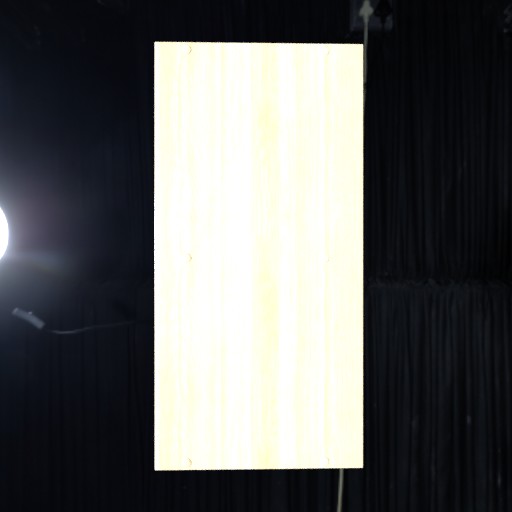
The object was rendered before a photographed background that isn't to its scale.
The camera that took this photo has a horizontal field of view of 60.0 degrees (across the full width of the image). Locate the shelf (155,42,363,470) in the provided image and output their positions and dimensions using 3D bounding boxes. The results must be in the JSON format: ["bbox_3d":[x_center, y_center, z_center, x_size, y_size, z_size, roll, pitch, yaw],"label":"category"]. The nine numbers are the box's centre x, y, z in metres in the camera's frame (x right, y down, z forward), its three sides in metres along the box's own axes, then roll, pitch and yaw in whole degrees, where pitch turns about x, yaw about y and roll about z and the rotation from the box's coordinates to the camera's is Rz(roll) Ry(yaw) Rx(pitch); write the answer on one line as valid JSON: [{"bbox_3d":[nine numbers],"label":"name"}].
[{"bbox_3d":[0.000,0.000,0.820,0.290,0.592,0.414,0,0,-1],"label":"shelf"}]
